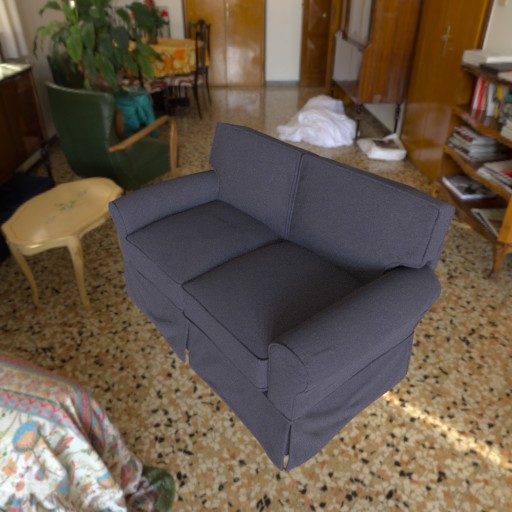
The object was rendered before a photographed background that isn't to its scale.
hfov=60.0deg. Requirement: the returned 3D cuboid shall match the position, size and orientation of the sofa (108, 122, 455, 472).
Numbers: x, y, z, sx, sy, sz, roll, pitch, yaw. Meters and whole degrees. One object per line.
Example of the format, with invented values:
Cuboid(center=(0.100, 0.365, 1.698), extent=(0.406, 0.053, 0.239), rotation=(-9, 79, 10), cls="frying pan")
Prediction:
Cuboid(center=(0.000, 0.000, 2.433), extent=(0.997, 1.059, 1.801), rotation=(-23, 38, -32), cls="sofa")
